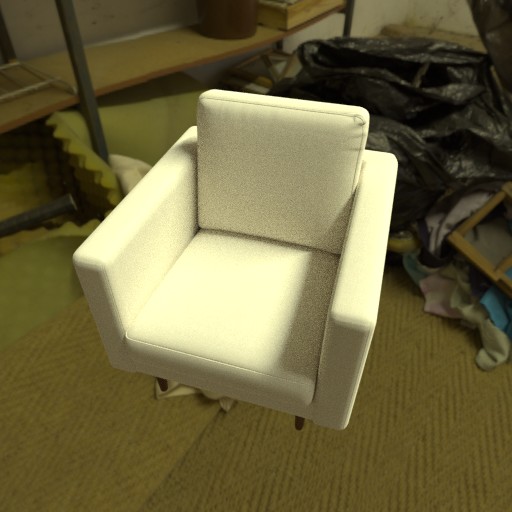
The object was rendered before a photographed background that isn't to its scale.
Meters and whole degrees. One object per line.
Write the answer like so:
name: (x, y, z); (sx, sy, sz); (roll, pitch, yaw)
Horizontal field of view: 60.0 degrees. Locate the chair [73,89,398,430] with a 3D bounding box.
chair: (0.000, 0.000, 1.549); (0.831, 0.899, 0.879); (11, 43, 13)
